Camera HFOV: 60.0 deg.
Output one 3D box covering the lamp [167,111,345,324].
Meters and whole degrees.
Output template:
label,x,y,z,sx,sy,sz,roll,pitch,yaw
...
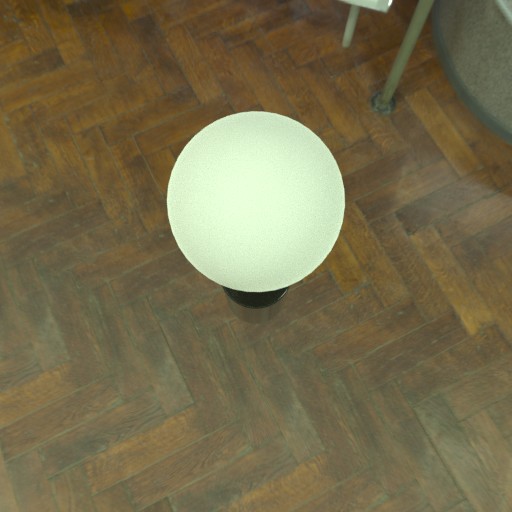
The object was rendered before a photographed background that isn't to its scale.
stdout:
label,x,y,z,sx,sy,sz,roll,pitch,yaw
lamp,0.000,0.000,0.545,0.153,0.480,0.153,0,74,0
